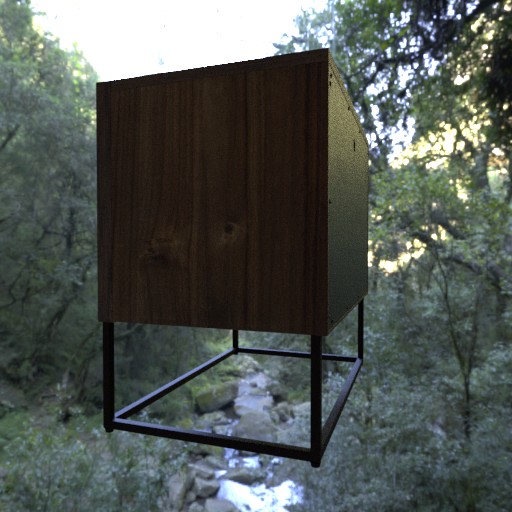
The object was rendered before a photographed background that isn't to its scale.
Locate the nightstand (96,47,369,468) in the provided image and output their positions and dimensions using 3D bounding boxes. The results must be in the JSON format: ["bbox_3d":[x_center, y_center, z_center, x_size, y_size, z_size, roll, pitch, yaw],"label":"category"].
[{"bbox_3d":[0.000,0.000,0.996,0.437,0.610,0.610,0,1,20],"label":"nightstand"}]
